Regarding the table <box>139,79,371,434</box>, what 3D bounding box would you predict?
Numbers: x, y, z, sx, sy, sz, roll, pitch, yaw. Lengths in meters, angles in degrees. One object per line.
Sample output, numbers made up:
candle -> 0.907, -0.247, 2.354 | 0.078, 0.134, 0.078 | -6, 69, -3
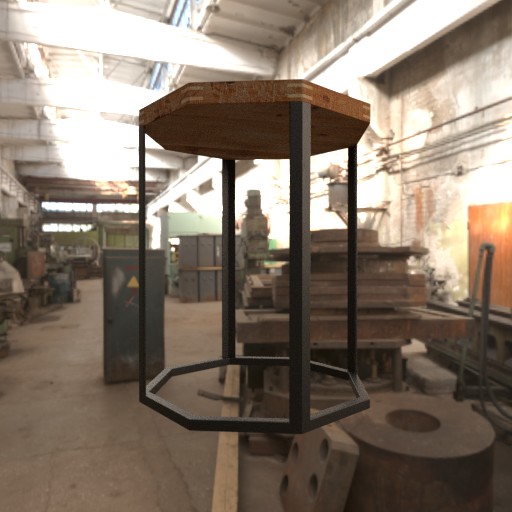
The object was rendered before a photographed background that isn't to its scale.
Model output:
table -> 0.000, 0.000, 0.895 | 0.458, 0.543, 0.458 | 0, 1, -18
